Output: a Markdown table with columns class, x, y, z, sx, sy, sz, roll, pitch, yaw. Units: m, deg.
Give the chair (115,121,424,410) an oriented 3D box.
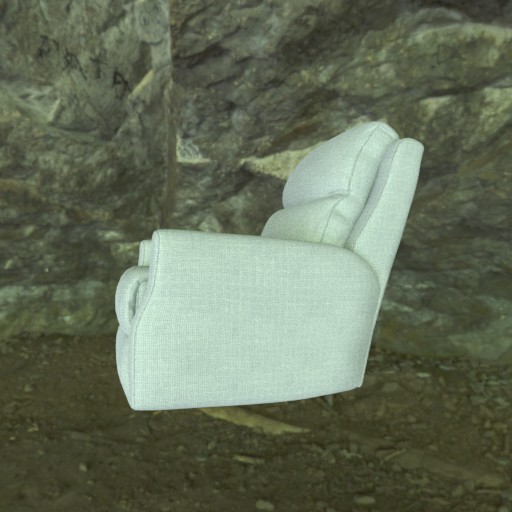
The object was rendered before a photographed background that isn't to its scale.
| class | x | y | z | sx | sy | sz | roll | pitch | yaw |
| --- | --- | --- | --- | --- | --- | --- | --- | --- | --- |
| chair | 0.000 | 0.000 | 1.787 | 1.080 | 1.030 | 0.829 | 0 | -1 | -18 |
